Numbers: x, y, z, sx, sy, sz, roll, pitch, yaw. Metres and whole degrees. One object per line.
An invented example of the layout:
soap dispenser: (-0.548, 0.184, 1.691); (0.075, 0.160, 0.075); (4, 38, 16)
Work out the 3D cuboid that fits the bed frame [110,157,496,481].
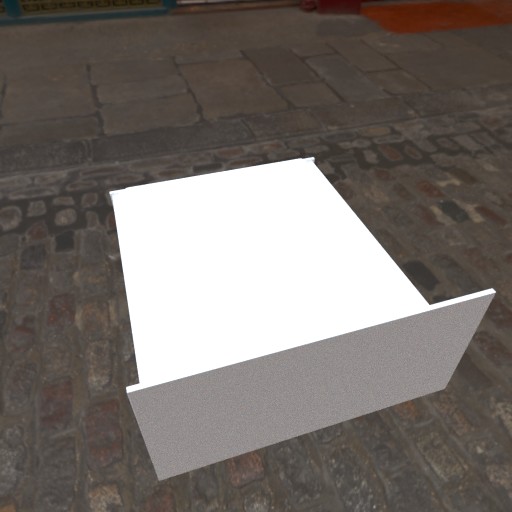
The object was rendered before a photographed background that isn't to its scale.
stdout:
bed frame: (0.000, 0.000, 2.755); (1.622, 0.800, 1.960); (-12, 44, -13)
